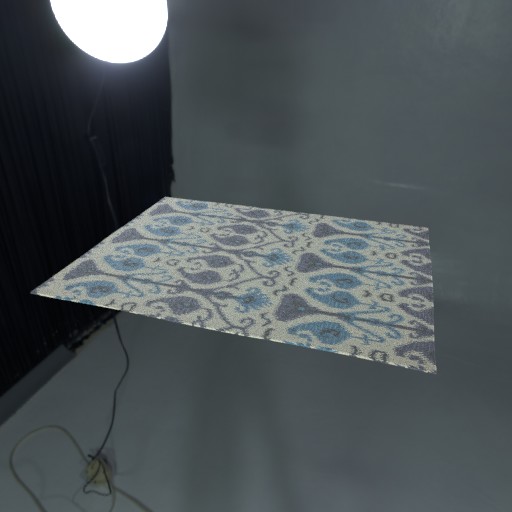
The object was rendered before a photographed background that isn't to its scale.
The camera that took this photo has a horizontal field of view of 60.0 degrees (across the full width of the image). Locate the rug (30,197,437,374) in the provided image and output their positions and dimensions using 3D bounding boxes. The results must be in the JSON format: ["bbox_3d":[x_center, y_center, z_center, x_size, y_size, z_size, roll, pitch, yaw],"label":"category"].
[{"bbox_3d":[0.000,0.000,3.010,2.261,0.013,1.676,8,29,15],"label":"rug"}]
